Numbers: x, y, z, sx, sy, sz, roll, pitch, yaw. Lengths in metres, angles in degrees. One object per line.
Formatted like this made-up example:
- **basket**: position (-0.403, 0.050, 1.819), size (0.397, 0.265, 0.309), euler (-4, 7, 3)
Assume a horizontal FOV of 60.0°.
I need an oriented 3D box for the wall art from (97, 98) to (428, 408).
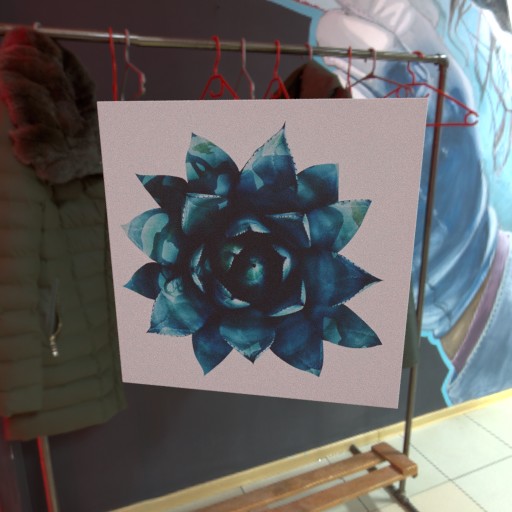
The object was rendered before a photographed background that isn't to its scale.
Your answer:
- **wall art**: position (0.000, 0.000, 0.461), size (0.305, 0.305, 0.038), euler (3, 16, 9)
